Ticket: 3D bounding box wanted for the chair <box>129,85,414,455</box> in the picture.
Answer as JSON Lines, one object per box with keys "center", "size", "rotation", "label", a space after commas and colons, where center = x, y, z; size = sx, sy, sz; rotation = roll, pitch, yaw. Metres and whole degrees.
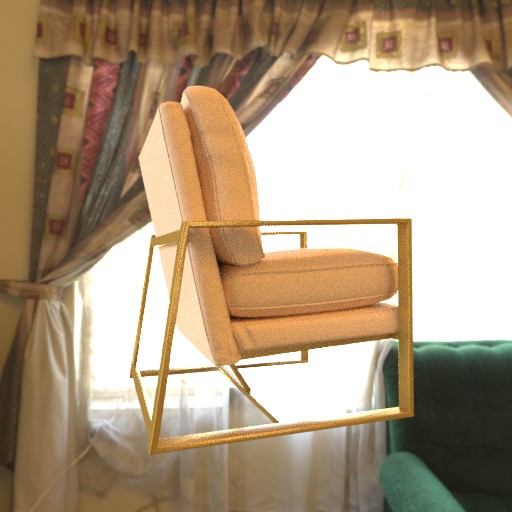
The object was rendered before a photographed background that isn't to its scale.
{"center": [0.000, 0.000, 1.554], "size": [0.813, 0.956, 0.758], "rotation": [0, 0, -19], "label": "chair"}
